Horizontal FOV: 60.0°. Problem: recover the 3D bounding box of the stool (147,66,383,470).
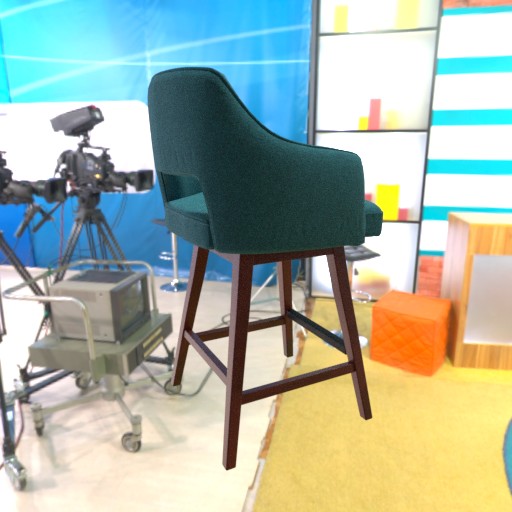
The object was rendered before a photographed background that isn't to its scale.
[{"bbox_3d":[0.000,0.000,1.289,0.556,0.961,0.548,-7,16,-26],"label":"stool"}]
